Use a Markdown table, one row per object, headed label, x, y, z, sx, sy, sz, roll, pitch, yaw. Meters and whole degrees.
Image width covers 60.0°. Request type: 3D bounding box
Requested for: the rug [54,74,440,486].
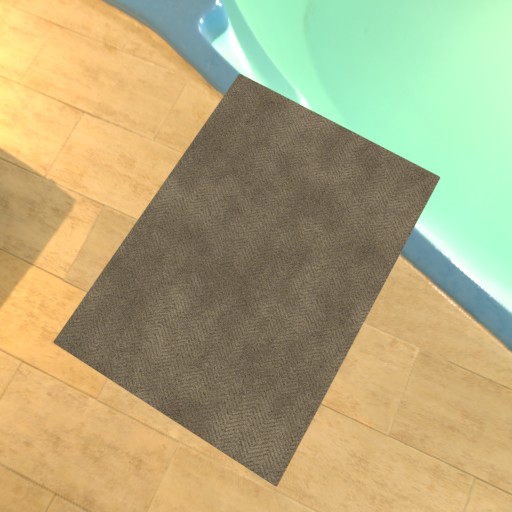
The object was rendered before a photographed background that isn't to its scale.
| label | x | y | z | sx | sy | sz | roll | pitch | yaw |
| --- | --- | --- | --- | --- | --- | --- | --- | --- | --- |
| rug | 0.000 | 0.000 | 2.883 | 1.600 | 0.008 | 2.235 | 30 | 78 | 7 |
